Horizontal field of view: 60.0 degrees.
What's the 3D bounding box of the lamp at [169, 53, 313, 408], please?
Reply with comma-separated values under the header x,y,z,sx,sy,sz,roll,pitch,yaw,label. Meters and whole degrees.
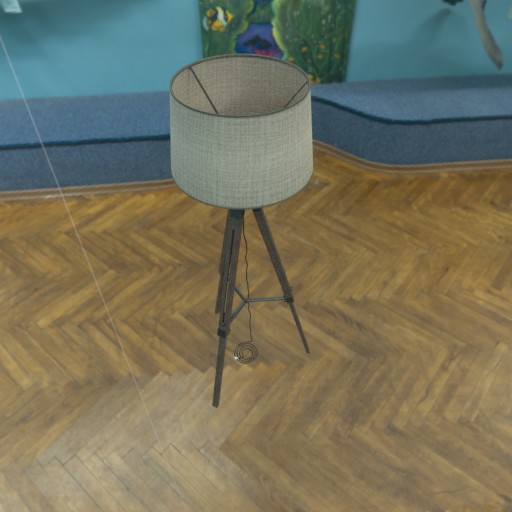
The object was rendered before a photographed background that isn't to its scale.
x,y,z,sx,sy,sz,roll,pitch,yaw,label
0.000,0.000,1.873,0.587,1.510,0.604,-3,46,-3,lamp
